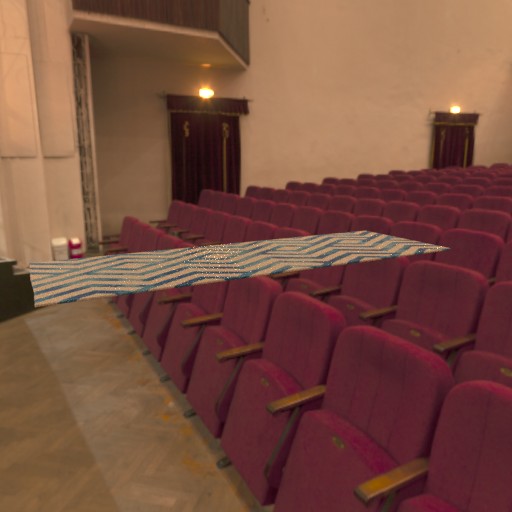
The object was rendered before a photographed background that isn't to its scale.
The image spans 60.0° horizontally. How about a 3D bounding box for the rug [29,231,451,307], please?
[{"bbox_3d":[0.000,0.000,1.640,1.492,0.007,0.503,-7,14,-27],"label":"rug"}]
